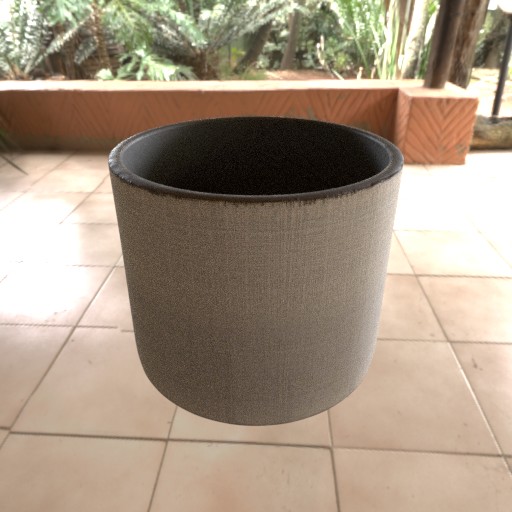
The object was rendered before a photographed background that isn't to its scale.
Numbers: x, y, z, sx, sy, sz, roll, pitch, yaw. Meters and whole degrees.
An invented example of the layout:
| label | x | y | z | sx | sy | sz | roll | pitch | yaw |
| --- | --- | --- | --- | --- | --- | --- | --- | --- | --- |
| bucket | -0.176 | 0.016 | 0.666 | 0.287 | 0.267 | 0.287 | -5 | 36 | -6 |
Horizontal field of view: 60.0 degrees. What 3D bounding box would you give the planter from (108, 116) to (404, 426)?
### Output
| label | x | y | z | sx | sy | sz | roll | pitch | yaw |
| --- | --- | --- | --- | --- | --- | --- | --- | --- | --- |
| planter | 0.000 | 0.000 | 0.441 | 0.254 | 0.221 | 0.254 | 0 | 29 | 0 |
